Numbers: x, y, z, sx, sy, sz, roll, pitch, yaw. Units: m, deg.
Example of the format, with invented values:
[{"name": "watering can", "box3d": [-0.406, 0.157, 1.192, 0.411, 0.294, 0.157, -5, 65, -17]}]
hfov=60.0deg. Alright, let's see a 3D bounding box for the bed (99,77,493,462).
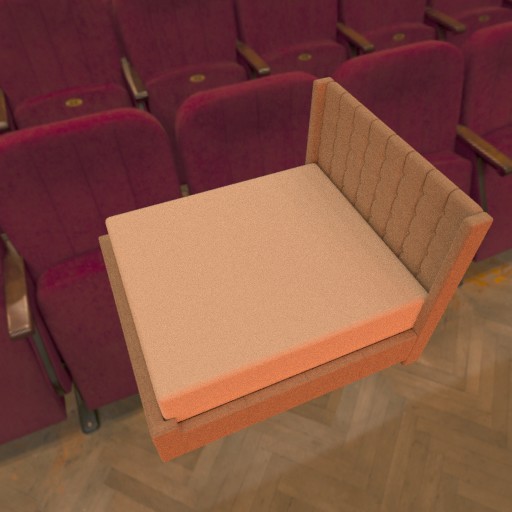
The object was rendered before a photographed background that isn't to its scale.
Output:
[{"name": "bed", "box3d": [0.000, 0.000, 3.679, 2.370, 1.743, 2.045, -18, 50, -15]}]
